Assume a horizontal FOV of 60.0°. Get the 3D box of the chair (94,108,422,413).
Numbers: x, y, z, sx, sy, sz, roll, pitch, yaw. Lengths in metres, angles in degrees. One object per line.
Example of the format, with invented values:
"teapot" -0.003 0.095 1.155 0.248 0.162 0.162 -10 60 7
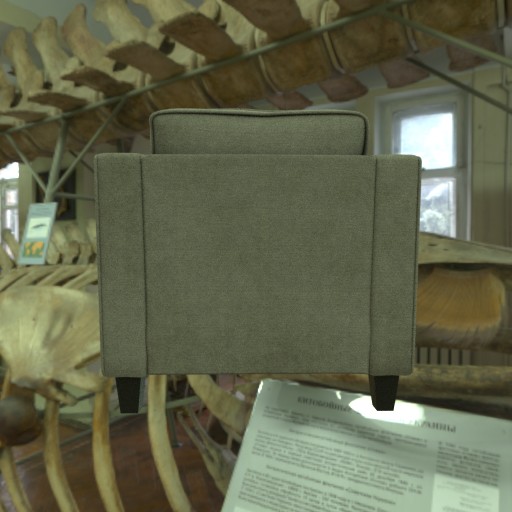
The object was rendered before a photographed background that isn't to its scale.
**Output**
"chair" 0.000 0.000 1.663 0.926 0.944 0.840 0 1 -1
